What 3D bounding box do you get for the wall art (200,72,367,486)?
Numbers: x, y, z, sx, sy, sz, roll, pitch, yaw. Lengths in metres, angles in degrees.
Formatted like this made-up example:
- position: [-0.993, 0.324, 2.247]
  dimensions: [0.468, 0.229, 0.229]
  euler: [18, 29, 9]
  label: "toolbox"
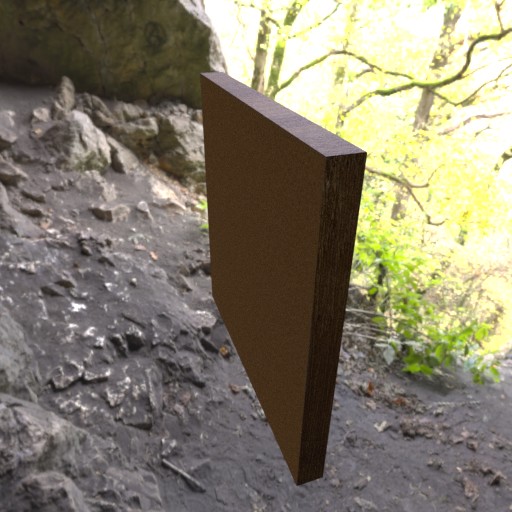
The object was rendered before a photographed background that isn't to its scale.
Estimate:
- position: [0.000, 0.000, 0.594]
  dimensions: [0.039, 0.403, 0.406]
  euler: [-10, 32, -17]
  label: "wall art"
